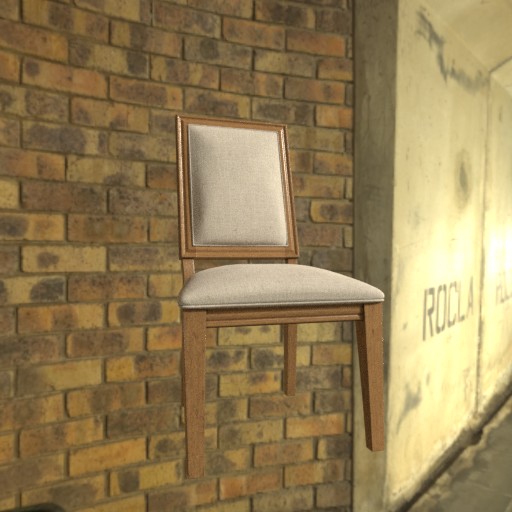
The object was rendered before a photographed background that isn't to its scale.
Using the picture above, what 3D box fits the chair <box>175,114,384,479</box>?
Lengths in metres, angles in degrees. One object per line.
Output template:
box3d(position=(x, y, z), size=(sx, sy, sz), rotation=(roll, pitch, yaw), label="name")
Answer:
box3d(position=(0.000, 0.000, 1.340), size=(0.536, 0.988, 0.601), rotation=(0, 0, -17), label="chair")
